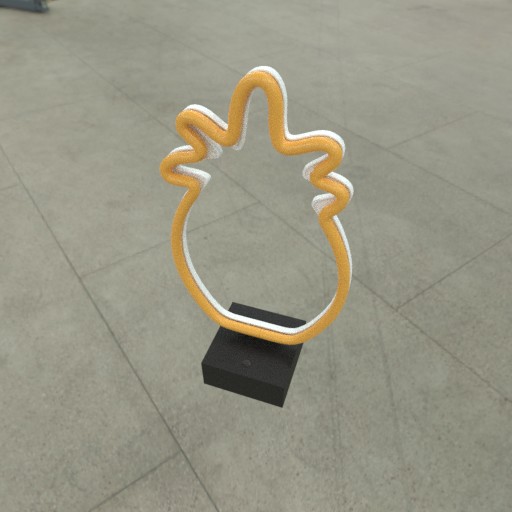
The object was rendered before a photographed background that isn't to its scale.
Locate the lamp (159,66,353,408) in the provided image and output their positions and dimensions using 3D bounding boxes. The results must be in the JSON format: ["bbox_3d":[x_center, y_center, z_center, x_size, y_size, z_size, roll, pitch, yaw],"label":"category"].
[{"bbox_3d":[0.000,0.000,0.389,0.167,0.317,0.088,13,43,14],"label":"lamp"}]
